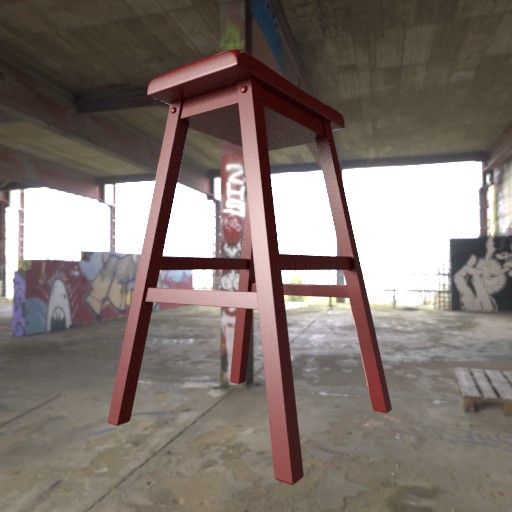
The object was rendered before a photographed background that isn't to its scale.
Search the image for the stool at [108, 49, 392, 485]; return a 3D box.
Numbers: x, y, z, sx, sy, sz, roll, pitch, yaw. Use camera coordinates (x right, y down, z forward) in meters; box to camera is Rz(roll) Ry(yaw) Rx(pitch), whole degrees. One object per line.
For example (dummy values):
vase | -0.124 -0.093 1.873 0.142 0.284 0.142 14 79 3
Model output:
stool | 0.000 0.000 1.029 0.476 0.737 0.457 -1 -2 36
